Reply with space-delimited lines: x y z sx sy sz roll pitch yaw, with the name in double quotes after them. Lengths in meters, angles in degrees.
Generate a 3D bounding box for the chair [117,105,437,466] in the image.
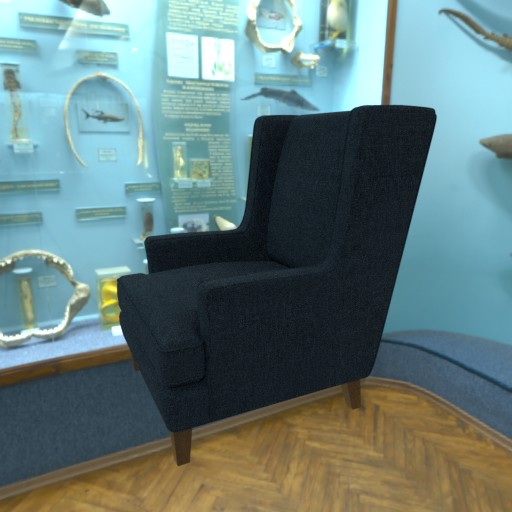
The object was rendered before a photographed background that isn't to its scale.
0.000 0.000 1.694 0.947 1.072 0.764 -7 16 -25 "chair"
